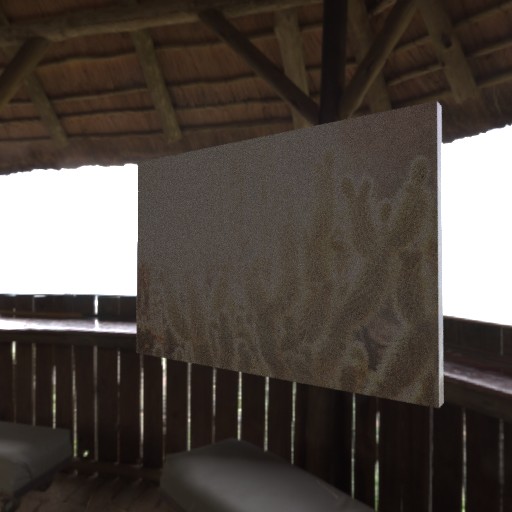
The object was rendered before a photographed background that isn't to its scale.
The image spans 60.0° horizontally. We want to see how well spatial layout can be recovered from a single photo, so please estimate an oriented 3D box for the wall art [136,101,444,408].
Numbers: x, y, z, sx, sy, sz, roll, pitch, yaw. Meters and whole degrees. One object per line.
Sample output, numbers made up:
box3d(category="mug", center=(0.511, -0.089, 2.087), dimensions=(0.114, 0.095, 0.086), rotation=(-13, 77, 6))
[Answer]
box3d(category="wall art", center=(0.000, 0.000, 1.160), dimensions=(0.916, 0.608, 0.040), rotation=(-1, -1, 36))
